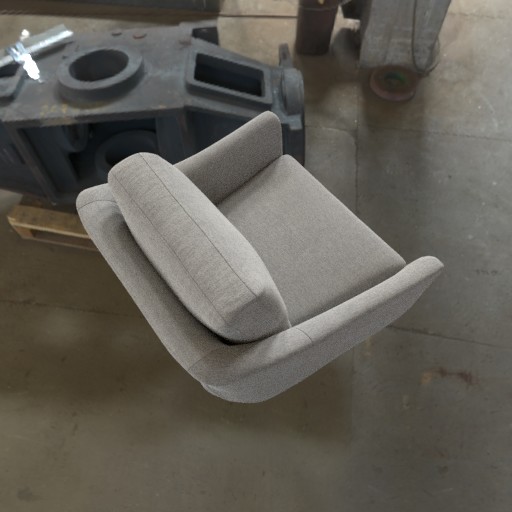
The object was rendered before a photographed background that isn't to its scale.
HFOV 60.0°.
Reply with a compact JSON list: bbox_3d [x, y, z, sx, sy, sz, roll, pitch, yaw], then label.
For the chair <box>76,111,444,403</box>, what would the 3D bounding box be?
[{"bbox_3d":[0.000,0.000,1.699,0.961,0.902,0.986,-33,64,-18],"label":"chair"}]
